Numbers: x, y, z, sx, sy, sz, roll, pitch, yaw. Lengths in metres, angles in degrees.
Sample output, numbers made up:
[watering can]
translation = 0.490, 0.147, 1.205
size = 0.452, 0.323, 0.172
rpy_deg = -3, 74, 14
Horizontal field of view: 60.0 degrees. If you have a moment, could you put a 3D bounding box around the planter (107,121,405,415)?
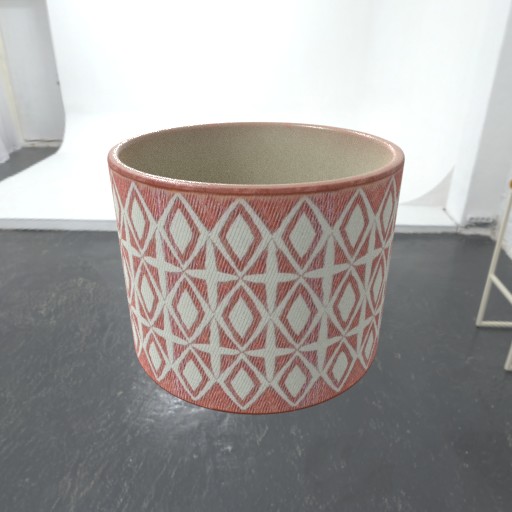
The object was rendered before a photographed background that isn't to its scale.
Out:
[planter]
translation = 0.000, 0.000, 0.476
size = 0.273, 0.237, 0.273
rpy_deg = 0, 26, 0
